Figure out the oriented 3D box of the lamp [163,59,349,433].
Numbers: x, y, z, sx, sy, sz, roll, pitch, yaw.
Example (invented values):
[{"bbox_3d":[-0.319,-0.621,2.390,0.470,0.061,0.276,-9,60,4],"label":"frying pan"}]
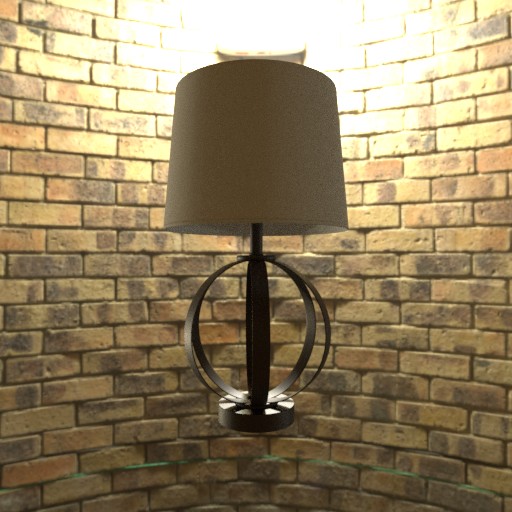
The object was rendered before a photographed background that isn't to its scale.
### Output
[{"bbox_3d":[0.000,0.000,0.699,0.286,0.510,0.286,0,-1,0],"label":"lamp"}]
